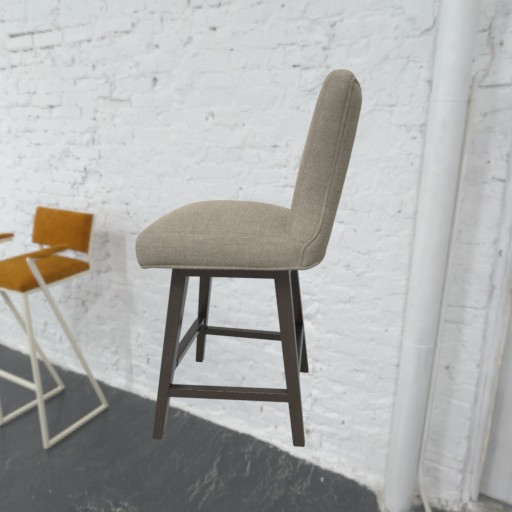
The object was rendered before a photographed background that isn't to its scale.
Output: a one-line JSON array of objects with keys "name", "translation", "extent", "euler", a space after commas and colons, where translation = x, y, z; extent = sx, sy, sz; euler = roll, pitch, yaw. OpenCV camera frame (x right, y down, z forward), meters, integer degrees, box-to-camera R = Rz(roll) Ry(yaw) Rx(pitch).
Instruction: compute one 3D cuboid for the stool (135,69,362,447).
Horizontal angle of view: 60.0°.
[{"name": "stool", "translation": [0.000, 0.000, 1.366], "extent": [0.574, 1.000, 0.514], "euler": [2, 15, 8]}]
